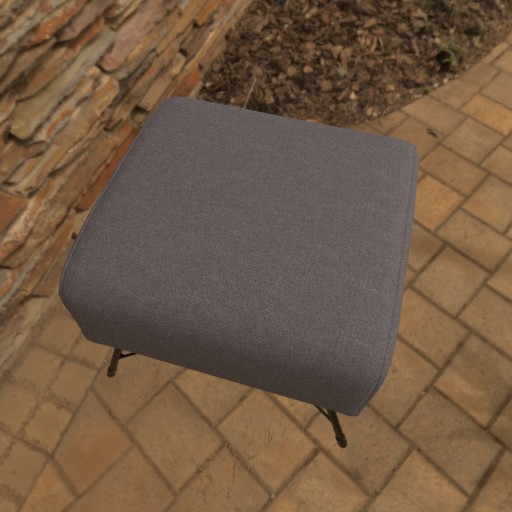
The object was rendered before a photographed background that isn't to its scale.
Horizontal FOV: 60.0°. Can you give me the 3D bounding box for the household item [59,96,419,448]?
[{"bbox_3d":[0.000,0.000,0.888,0.530,0.410,0.530,14,59,8],"label":"household item"}]
